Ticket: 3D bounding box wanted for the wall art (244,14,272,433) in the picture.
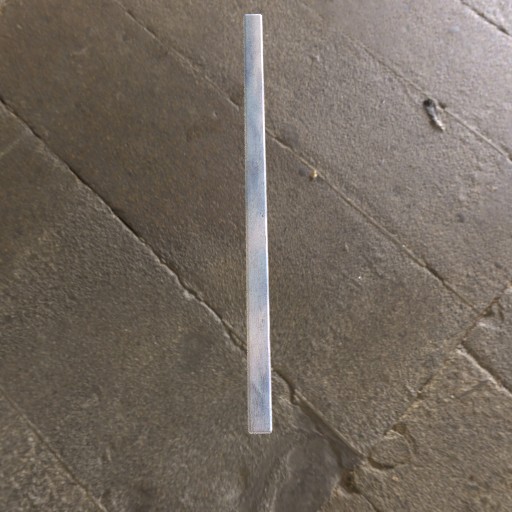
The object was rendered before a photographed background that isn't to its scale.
[{"bbox_3d":[0.000,0.000,1.100,0.035,0.747,0.747,-1,74,0],"label":"wall art"}]
